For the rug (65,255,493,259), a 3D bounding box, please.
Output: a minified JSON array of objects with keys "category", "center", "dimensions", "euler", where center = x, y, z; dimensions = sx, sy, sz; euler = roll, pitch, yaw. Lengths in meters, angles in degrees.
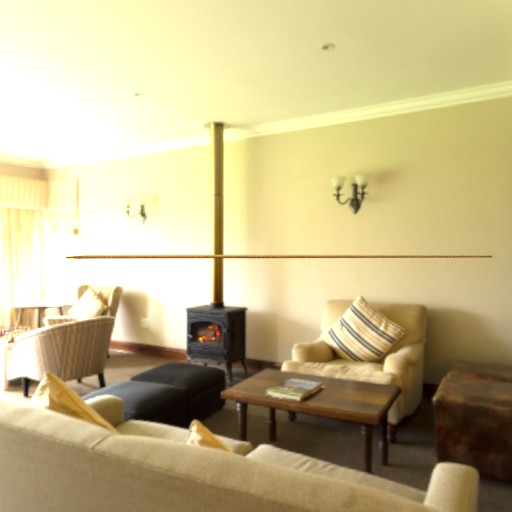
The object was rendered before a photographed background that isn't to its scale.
[{"category":"rug","center":[0.000,0.000,4.095],"dimensions":[3.050,0.016,2.441],"euler":[0,0,-18]}]
